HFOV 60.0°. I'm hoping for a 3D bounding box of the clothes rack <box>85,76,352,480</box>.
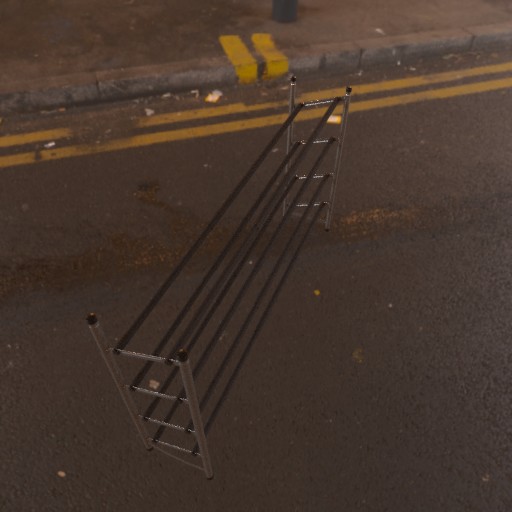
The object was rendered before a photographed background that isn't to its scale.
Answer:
[{"bbox_3d":[0.000,0.000,1.439,0.229,0.672,1.168,17,49,16],"label":"clothes rack"}]
